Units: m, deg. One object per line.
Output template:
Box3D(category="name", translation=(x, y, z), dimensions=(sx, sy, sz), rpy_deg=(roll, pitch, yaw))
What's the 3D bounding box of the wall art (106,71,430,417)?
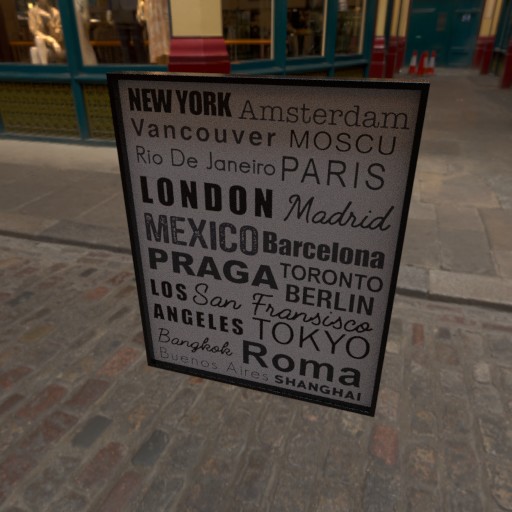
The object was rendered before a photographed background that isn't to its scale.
Box3D(category="wall art", translation=(0.000, 0.000, 0.729), dimensions=(0.448, 0.551, 0.038), rpy_deg=(8, 28, 15))
